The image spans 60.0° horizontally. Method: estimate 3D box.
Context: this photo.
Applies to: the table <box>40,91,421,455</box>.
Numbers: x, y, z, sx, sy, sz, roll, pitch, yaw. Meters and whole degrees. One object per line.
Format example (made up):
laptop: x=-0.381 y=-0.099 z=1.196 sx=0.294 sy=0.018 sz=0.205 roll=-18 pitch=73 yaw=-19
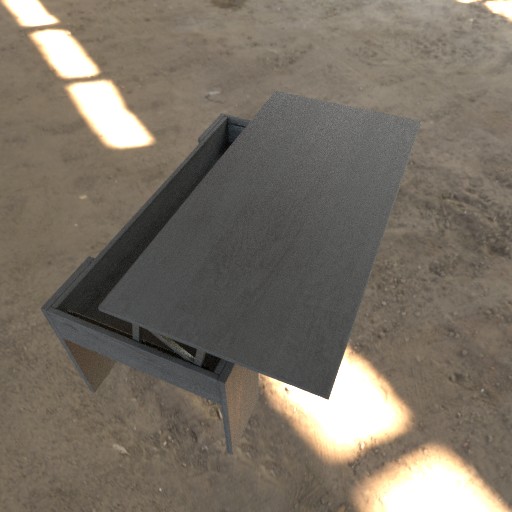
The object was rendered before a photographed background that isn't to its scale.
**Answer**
table: x=0.000 y=0.000 z=1.396 sx=0.711 sy=0.570 sz=1.000 roll=18 pitch=50 yaw=15
